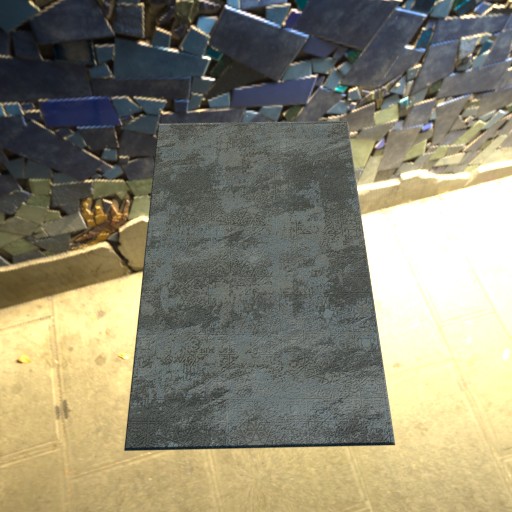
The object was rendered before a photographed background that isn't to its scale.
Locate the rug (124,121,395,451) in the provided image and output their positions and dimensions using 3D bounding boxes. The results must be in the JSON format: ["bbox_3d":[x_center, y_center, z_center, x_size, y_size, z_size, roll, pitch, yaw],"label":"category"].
[{"bbox_3d":[0.000,0.000,3.053,1.536,0.012,2.431,-1,63,0],"label":"rug"}]
